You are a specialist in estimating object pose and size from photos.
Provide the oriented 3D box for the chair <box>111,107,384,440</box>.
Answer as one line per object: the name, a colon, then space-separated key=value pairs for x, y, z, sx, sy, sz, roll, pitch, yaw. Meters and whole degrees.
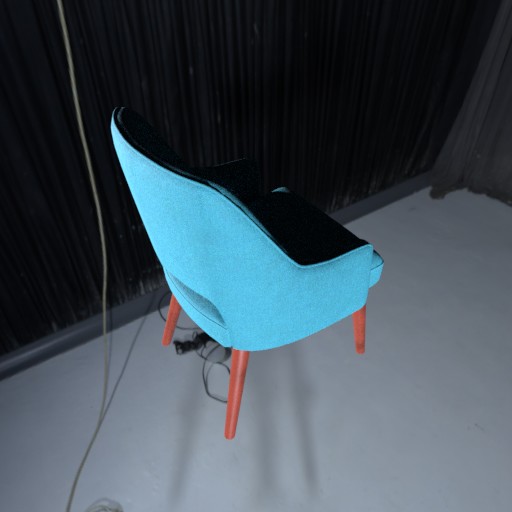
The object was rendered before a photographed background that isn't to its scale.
chair: x=0.000 y=0.000 z=1.232 sx=0.605 sy=0.849 sz=0.548 roll=-25 pitch=47 yaw=-26
